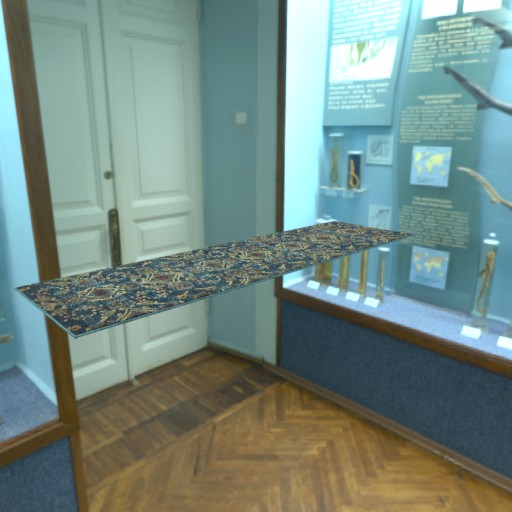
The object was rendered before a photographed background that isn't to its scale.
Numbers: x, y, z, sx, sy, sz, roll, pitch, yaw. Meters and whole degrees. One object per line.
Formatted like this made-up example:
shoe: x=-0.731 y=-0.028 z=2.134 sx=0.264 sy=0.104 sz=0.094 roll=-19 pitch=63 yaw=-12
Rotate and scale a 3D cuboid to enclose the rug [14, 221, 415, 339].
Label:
rug: x=0.000 y=0.000 z=2.472 sx=2.292 sy=0.014 sz=0.685 roll=-14 pitch=21 yaw=-41
